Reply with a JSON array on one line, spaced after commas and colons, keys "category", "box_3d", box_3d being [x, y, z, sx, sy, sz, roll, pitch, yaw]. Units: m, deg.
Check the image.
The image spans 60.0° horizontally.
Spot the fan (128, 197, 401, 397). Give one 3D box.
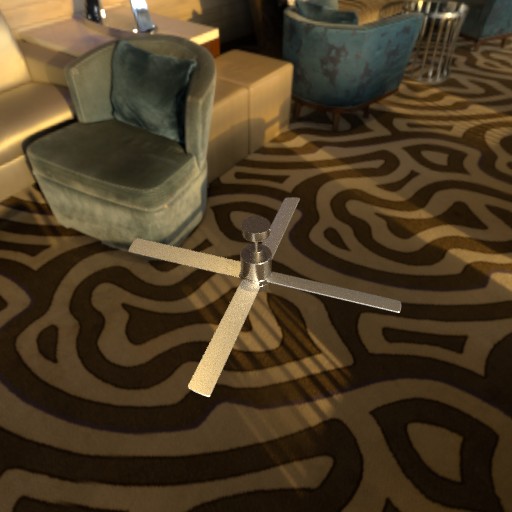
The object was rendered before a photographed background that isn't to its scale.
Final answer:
[{"category": "fan", "box_3d": [0.000, 0.000, 2.002, 1.322, 0.355, 1.322, 13, 43, 14]}]
